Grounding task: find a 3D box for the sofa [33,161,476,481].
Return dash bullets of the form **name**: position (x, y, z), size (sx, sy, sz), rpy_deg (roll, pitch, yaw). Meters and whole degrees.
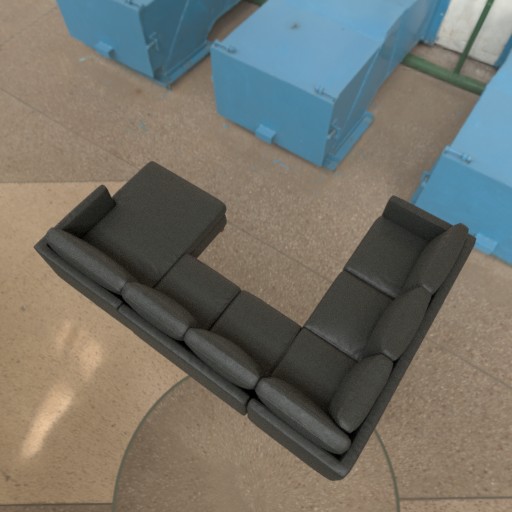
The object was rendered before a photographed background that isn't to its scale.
- **sofa**: position (0.000, 0.000, 4.478), size (3.460, 0.923, 2.593), rpy_deg (32, 66, 16)
